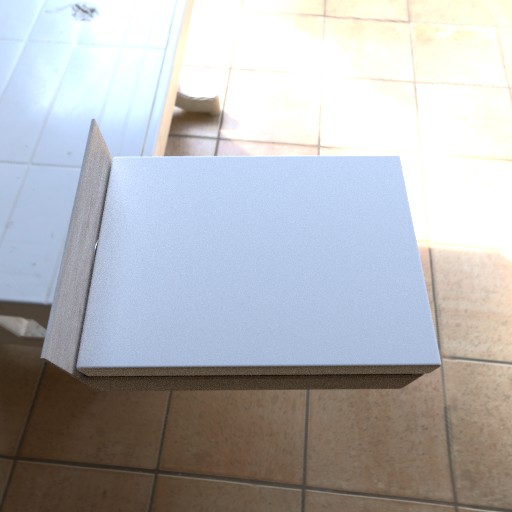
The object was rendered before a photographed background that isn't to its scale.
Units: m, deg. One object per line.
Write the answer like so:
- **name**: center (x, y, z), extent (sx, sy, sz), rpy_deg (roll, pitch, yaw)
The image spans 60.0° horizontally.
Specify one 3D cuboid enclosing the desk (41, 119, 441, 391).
- **desk**: center (0.000, 0.000, 2.620), extent (1.900, 0.800, 1.400), rpy_deg (0, 63, 0)
